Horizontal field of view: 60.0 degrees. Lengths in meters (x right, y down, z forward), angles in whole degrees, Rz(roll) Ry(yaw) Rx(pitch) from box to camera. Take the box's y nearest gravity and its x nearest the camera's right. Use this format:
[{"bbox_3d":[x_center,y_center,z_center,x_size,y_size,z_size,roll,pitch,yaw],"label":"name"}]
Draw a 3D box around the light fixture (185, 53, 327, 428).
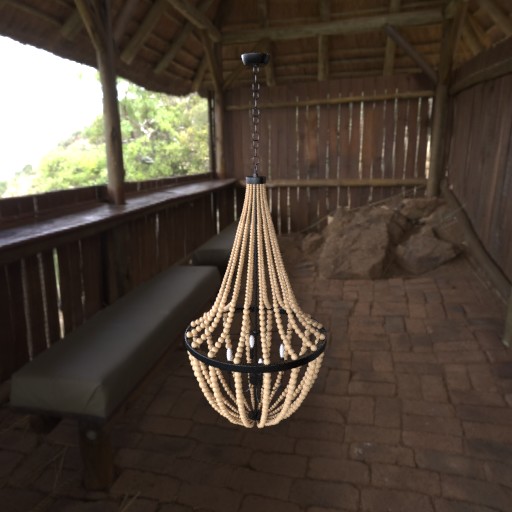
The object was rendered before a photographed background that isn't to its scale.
[{"bbox_3d":[0.000,0.000,1.356,0.450,1.133,0.450,0,15,0],"label":"light fixture"}]
